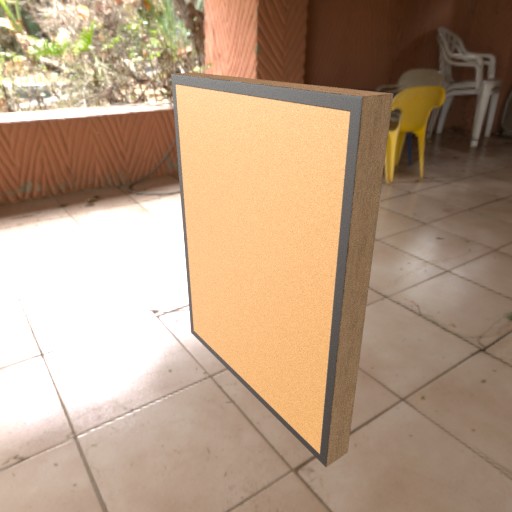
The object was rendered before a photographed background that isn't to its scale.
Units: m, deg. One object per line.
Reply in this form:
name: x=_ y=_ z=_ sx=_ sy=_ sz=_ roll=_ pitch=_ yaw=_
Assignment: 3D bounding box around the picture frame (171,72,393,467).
picture frame: x=0.000 y=0.000 z=0.715 sx=0.046 sy=0.526 sz=0.421 roll=-18 pitch=31 yaw=-32
